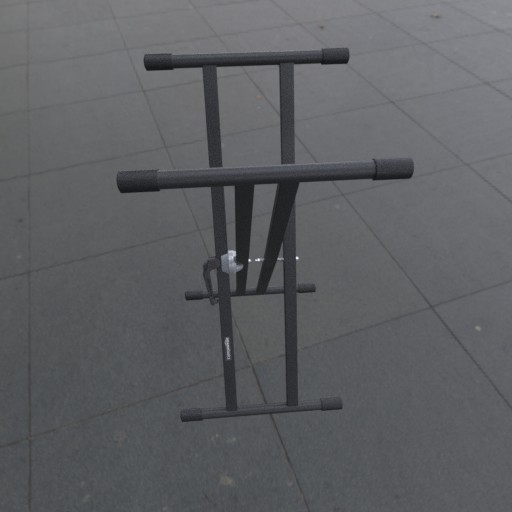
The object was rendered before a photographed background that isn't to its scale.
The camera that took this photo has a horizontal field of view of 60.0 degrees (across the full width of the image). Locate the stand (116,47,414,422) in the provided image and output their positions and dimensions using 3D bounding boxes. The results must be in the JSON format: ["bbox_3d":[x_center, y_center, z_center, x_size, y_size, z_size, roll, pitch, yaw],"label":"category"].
[{"bbox_3d":[0.000,0.000,1.201,0.495,0.900,0.503,-3,46,-3],"label":"stand"}]
